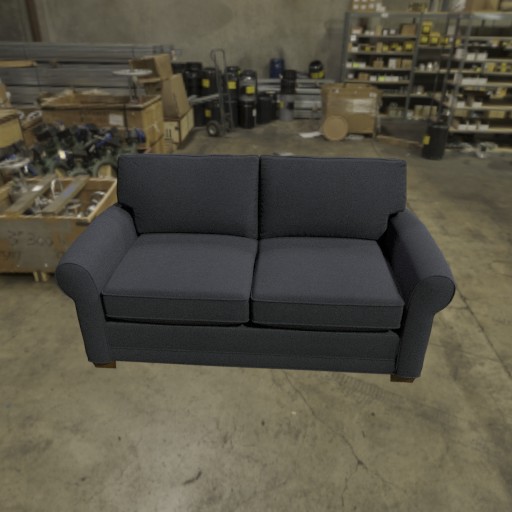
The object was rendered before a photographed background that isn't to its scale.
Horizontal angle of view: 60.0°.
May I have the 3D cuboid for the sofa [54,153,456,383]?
[{"bbox_3d":[0.000,0.000,2.583,2.009,1.031,0.951,2,28,3],"label":"sofa"}]
